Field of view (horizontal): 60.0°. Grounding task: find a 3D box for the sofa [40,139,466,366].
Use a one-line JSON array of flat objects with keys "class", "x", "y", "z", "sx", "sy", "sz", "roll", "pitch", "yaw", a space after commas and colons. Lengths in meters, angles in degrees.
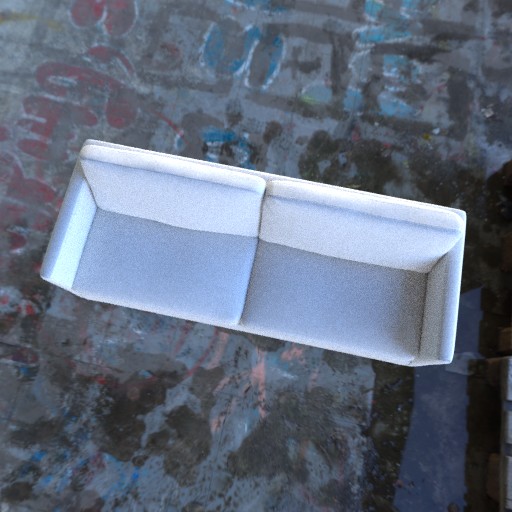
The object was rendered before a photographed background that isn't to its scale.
[{"class": "sofa", "x": 0.000, "y": 0.000, "z": 2.887, "sx": 2.434, "sy": 0.965, "sz": 0.948, "roll": 11, "pitch": 75, "yaw": 3}]
